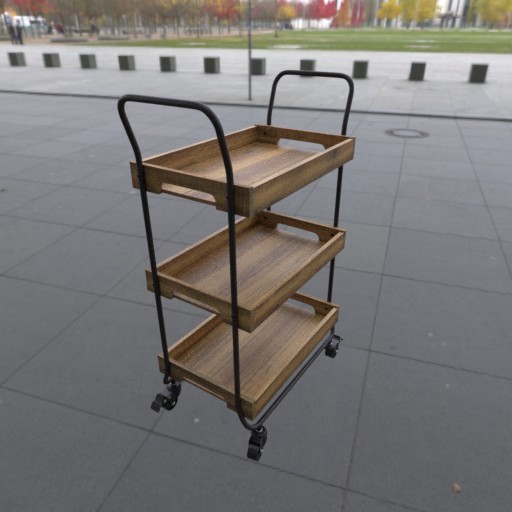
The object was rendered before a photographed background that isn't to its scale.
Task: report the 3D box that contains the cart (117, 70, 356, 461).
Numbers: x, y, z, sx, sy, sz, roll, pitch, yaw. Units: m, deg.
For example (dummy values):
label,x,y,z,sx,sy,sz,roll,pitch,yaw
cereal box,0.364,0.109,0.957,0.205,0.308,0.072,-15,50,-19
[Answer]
label,x,y,z,sx,sy,sz,roll,pitch,yaw
cart,0.000,0.000,1.163,0.339,0.857,0.583,17,32,29
